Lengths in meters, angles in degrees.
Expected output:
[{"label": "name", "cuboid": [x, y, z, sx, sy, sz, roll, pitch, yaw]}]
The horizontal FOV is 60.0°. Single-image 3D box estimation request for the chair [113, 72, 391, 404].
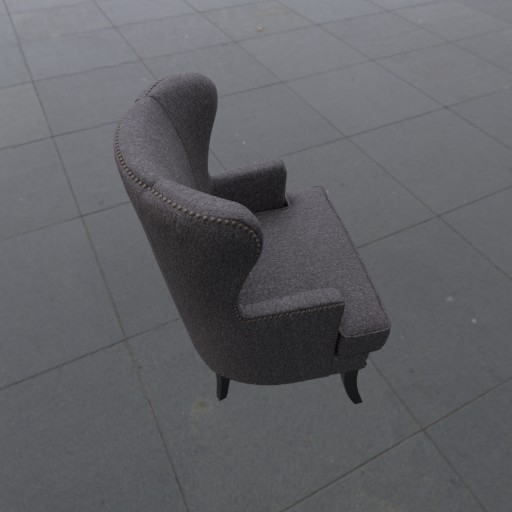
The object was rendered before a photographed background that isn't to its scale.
[{"label": "chair", "cuboid": [0.000, 0.000, 1.570, 0.758, 1.060, 0.759, -9, 47, -8]}]
